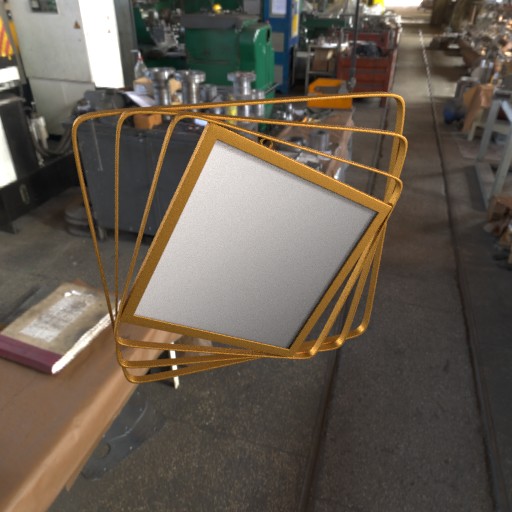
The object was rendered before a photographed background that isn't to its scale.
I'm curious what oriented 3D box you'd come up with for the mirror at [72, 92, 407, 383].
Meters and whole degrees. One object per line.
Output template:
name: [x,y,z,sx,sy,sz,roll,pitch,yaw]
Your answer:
mirror: [0.000,0.000,0.695,0.470,0.468,0.045,-9,33,-14]
